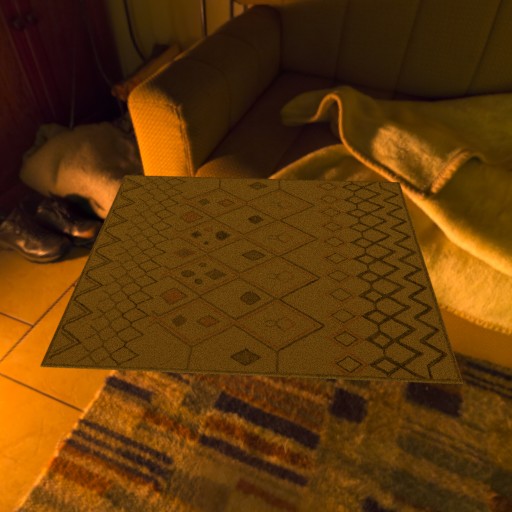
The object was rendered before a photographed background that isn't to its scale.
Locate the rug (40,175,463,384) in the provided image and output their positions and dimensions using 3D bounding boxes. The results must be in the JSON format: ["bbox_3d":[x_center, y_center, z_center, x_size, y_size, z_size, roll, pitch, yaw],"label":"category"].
[{"bbox_3d":[0.000,0.000,4.054,3.050,0.016,2.441,2,45,2],"label":"rug"}]
